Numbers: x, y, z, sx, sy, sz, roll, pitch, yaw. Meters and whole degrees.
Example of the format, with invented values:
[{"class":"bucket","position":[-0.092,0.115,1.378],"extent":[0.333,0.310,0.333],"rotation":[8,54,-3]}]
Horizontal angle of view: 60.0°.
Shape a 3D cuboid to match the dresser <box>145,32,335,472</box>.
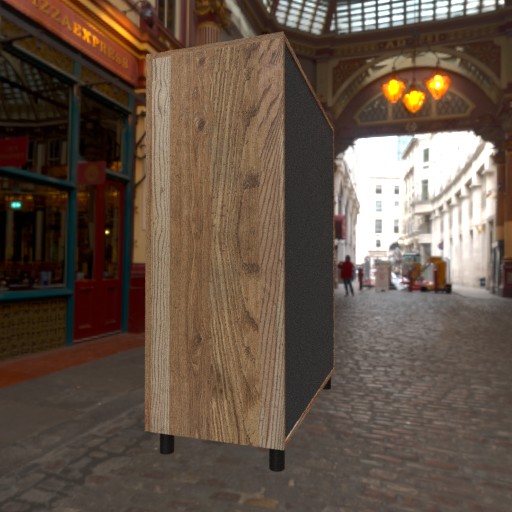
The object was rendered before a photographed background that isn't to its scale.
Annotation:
[{"class":"dresser","position":[0.000,0.000,1.766],"extent":[0.480,1.243,0.966],"rotation":[0,-1,18]}]
